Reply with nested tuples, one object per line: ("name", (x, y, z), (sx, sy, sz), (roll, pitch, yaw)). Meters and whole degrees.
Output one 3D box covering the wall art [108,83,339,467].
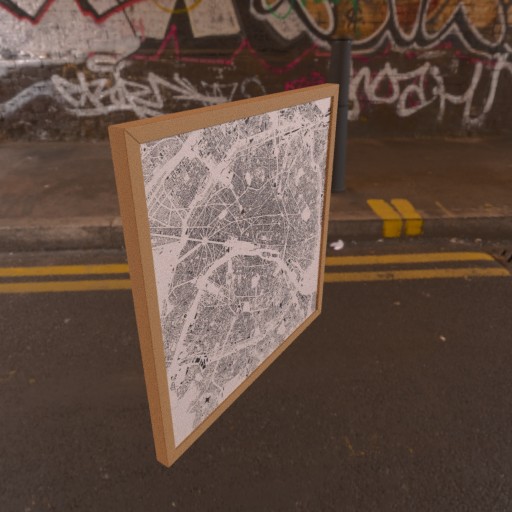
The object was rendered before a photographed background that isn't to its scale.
("wall art", (0.000, 0.000, 1.132), (0.037, 0.761, 0.761), (17, 32, 30))
